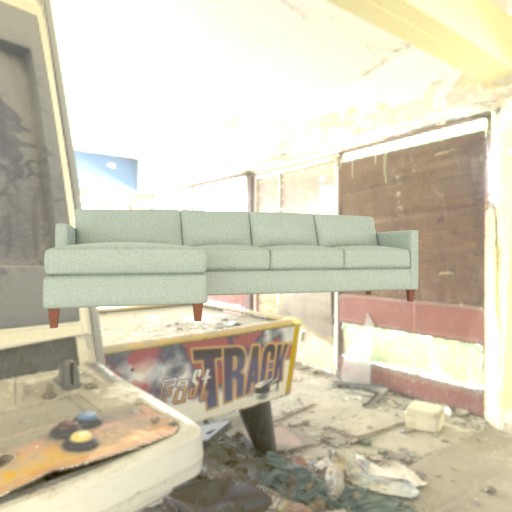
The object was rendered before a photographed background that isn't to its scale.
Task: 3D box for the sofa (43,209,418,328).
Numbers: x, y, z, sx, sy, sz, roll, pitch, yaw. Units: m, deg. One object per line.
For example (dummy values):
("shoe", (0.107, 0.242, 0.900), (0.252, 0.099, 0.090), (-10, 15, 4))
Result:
("sofa", (0.000, 0.000, 4.188), (3.470, 0.953, 1.600), (0, 0, -18))
